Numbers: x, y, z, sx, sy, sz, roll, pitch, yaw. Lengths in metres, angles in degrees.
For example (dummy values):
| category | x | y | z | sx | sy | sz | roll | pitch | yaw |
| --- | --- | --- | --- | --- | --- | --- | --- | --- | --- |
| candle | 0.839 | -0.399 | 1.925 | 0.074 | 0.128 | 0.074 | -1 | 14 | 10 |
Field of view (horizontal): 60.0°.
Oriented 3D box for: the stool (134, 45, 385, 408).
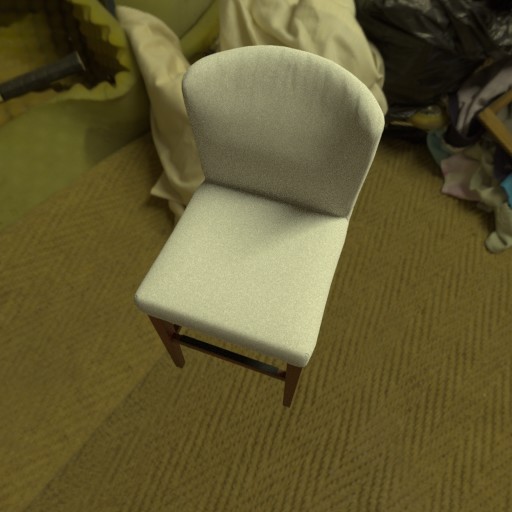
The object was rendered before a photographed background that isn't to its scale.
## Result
| category | x | y | z | sx | sy | sz | roll | pitch | yaw |
| --- | --- | --- | --- | --- | --- | --- | --- | --- | --- |
| stool | 0.000 | 0.000 | 1.287 | 0.479 | 0.968 | 0.568 | 17 | 59 | 10 |
